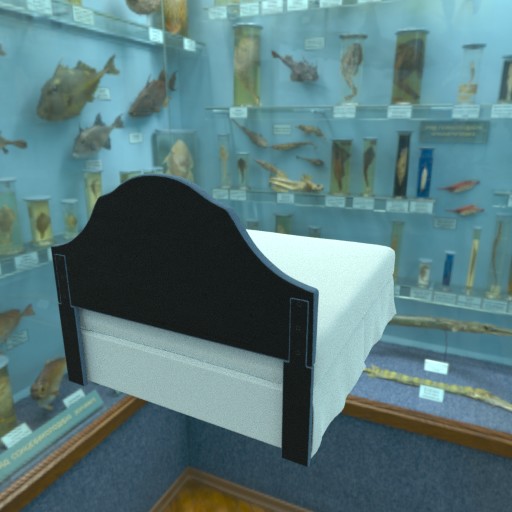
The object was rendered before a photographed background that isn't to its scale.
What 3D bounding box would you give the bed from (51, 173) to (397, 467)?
[{"bbox_3d":[0.000,0.000,3.788,2.039,1.617,2.477,8,18,26],"label":"bed"}]
